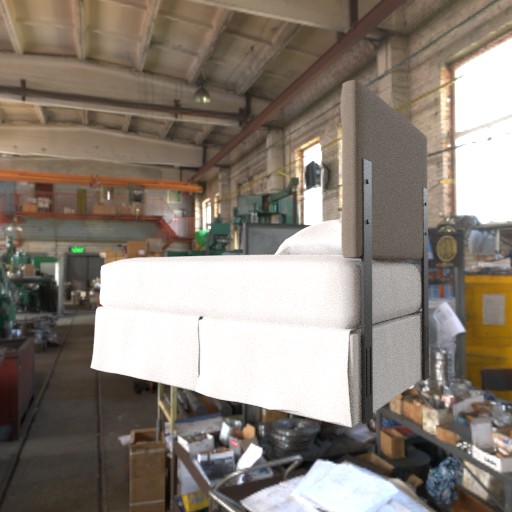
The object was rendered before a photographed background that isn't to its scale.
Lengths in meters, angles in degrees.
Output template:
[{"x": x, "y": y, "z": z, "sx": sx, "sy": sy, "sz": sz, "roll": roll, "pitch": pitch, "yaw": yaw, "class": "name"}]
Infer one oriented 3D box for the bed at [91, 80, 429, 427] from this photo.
[{"x": 0.000, "y": 0.000, "z": 3.019, "sx": 1.997, "sy": 1.571, "sz": 1.261, "roll": -1, "pitch": -2, "yaw": 36, "class": "bed"}]
